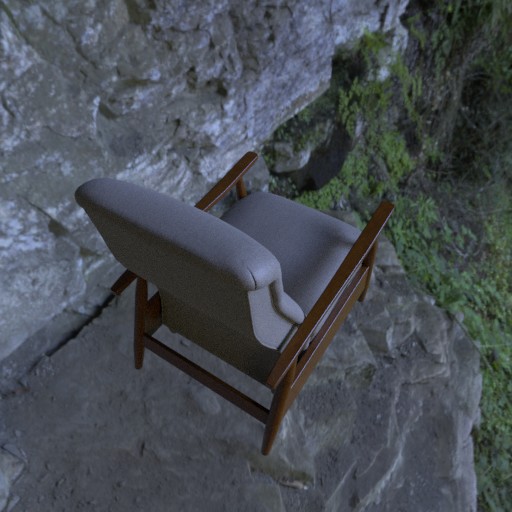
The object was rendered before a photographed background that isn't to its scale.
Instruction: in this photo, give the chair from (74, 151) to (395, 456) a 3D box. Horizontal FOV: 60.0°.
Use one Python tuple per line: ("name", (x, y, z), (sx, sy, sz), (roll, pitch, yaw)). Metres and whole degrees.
("chair", (0.000, 0.000, 1.810), (0.762, 1.082, 1.032), (25, 51, 22))
